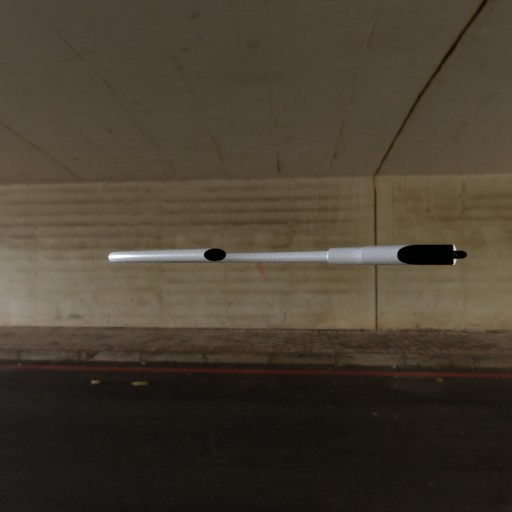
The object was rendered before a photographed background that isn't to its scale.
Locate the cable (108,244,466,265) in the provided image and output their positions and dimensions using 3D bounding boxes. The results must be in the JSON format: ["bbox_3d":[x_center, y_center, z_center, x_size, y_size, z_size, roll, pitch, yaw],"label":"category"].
[{"bbox_3d":[0.000,0.000,0.111,0.098,0.005,0.041,-1,-2,36],"label":"cable"}]
